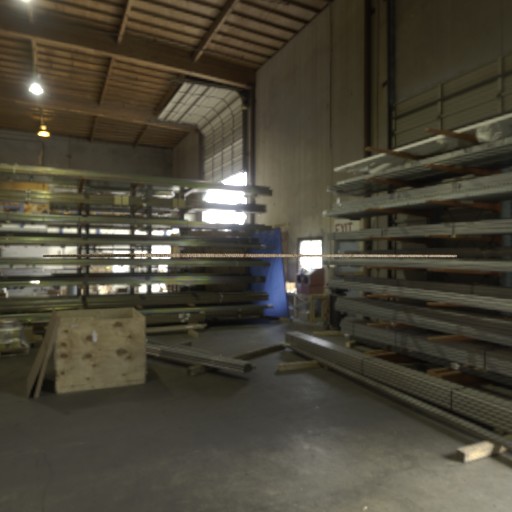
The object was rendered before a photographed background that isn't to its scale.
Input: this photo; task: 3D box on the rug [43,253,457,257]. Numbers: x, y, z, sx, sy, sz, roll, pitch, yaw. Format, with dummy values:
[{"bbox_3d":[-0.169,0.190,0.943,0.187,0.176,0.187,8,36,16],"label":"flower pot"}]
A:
[{"bbox_3d":[0.000,0.000,2.942,2.292,0.014,1.528,0,0,-37],"label":"rug"}]
